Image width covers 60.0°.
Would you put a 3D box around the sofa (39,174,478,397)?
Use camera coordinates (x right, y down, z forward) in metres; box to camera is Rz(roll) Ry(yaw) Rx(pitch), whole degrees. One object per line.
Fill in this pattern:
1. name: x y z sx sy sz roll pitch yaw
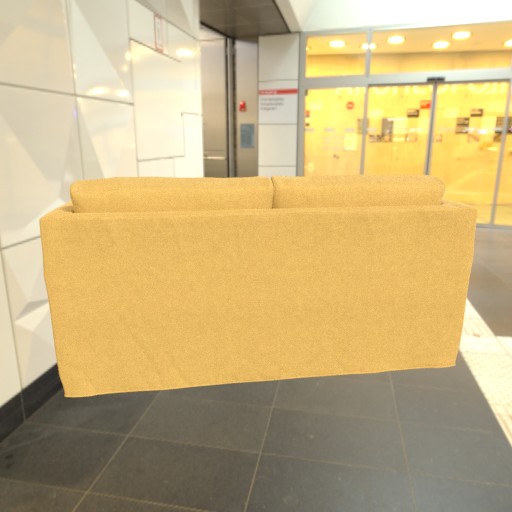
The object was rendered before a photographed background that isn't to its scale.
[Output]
1. sofa: 0.000 0.000 2.190 1.719 0.835 0.962 -2 15 -8
